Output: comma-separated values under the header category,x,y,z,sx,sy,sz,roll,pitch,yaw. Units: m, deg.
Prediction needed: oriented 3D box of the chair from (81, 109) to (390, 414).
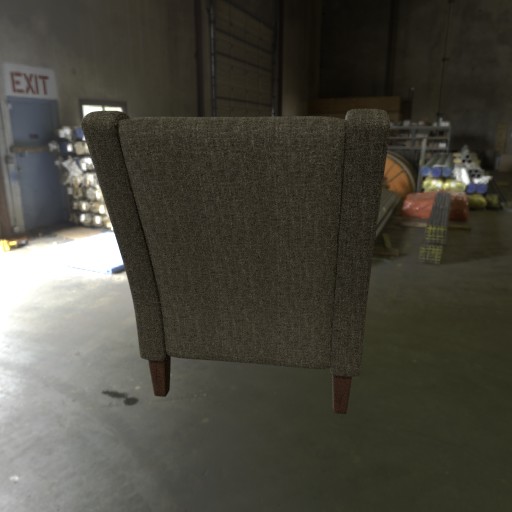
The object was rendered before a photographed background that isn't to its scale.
category,x,y,z,sx,sy,sz,roll,pitch,yaw
chair,0.000,0.000,1.662,0.793,1.012,0.944,3,16,9
